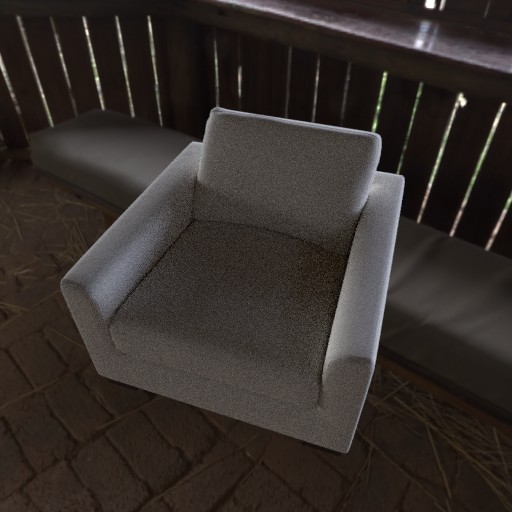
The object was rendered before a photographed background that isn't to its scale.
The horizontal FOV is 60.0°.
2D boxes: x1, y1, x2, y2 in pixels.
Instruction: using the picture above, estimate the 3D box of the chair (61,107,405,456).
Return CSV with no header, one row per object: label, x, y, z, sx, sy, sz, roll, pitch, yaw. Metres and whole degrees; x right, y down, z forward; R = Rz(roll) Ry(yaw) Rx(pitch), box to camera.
chair,0.000,0.000,1.861,1.070,0.876,1.100,13,43,14
